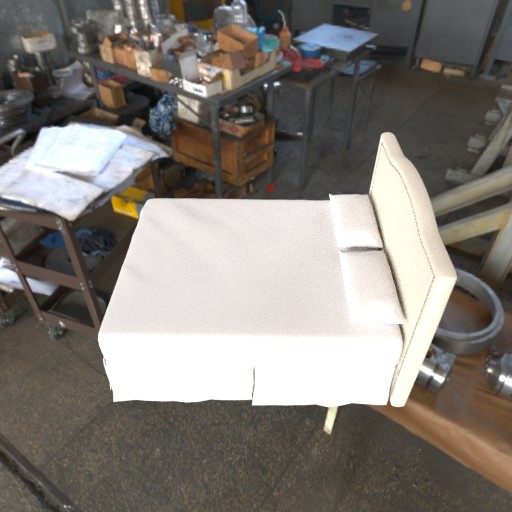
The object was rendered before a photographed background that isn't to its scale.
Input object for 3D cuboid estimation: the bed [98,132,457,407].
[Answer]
[{"bbox_3d":[0.000,0.000,3.422,2.196,1.449,1.741,1,42,1],"label":"bed"}]
